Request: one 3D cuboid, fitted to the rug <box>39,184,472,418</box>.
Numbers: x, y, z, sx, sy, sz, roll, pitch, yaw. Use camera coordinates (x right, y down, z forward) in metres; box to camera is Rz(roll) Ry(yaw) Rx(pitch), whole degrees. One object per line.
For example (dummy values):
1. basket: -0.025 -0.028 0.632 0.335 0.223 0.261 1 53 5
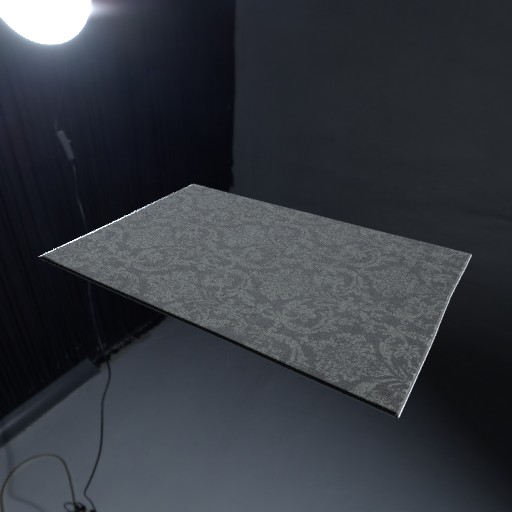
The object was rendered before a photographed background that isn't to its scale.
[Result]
1. rug: 0.000 0.000 3.365 2.746 0.018 1.819 18 35 28
